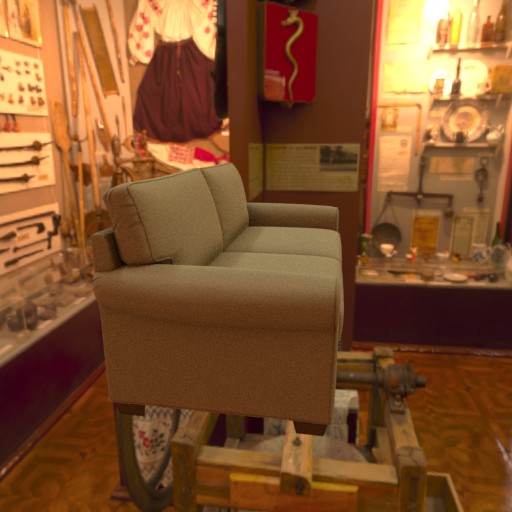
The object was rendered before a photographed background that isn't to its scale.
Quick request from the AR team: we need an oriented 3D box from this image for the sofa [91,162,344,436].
[{"bbox_3d":[0.000,0.000,2.445,0.940,0.952,1.930,3,15,10],"label":"sofa"}]
